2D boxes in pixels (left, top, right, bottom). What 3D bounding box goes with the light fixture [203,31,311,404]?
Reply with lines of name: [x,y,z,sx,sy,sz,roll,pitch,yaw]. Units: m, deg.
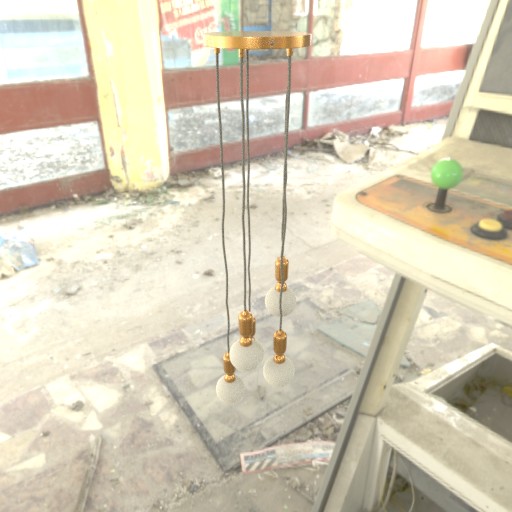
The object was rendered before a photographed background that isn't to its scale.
light fixture: [0.000,0.000,0.508,0.108,0.457,0.105,-7,30,-13]
